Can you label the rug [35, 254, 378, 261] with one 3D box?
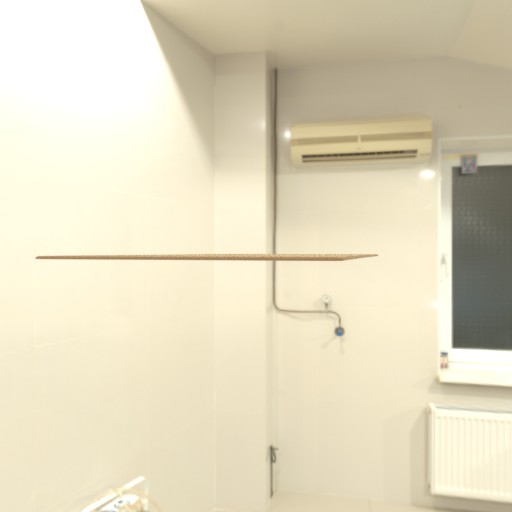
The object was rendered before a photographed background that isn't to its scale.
[{"bbox_3d":[0.000,0.000,2.151,1.061,0.012,1.668,0,1,19],"label":"rug"}]
